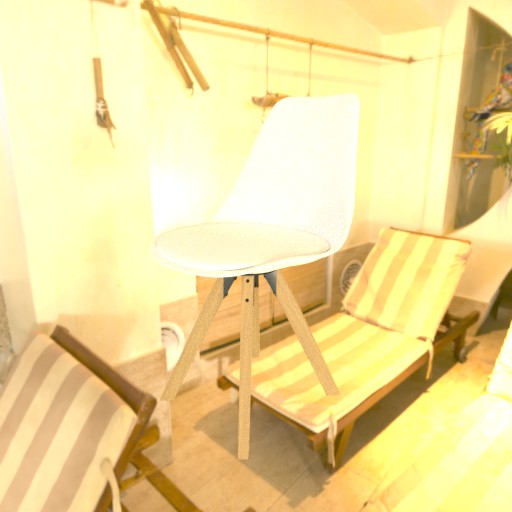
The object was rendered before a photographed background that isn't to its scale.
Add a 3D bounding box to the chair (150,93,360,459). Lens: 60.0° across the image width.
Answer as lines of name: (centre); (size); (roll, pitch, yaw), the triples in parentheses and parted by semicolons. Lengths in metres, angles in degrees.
chair: (0.000, 0.000, 1.204); (0.550, 0.849, 0.485); (-15, 22, -43)
